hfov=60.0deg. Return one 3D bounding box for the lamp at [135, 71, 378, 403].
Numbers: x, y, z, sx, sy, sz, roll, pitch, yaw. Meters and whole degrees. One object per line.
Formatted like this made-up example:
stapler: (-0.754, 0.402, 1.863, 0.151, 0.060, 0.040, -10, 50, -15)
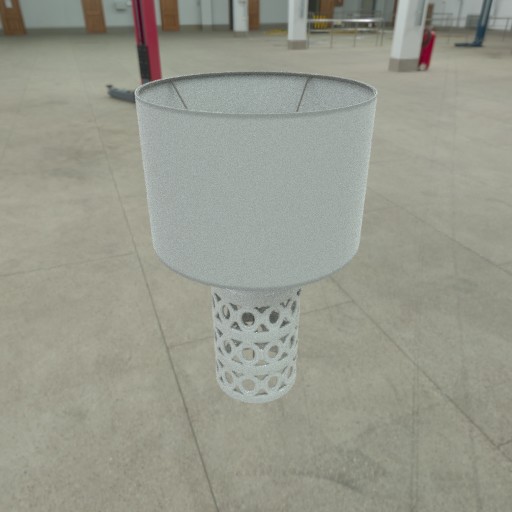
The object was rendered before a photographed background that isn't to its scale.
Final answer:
lamp: (0.000, 0.000, 0.698, 0.310, 0.502, 0.310, 0, 30, 0)
